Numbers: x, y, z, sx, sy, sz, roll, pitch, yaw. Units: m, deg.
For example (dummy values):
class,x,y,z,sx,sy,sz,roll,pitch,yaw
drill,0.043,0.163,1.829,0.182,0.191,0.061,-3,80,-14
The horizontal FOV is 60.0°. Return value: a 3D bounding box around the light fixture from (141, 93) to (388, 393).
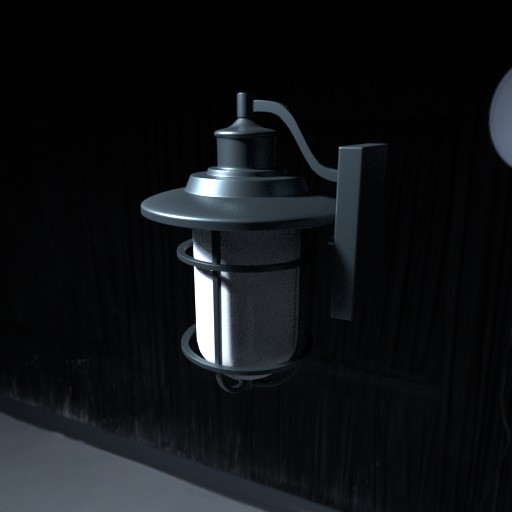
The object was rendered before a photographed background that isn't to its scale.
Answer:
class,x,y,z,sx,sy,sz,roll,pitch,yaw
light fixture,0.000,0.000,0.499,0.252,0.345,0.222,8,18,26
